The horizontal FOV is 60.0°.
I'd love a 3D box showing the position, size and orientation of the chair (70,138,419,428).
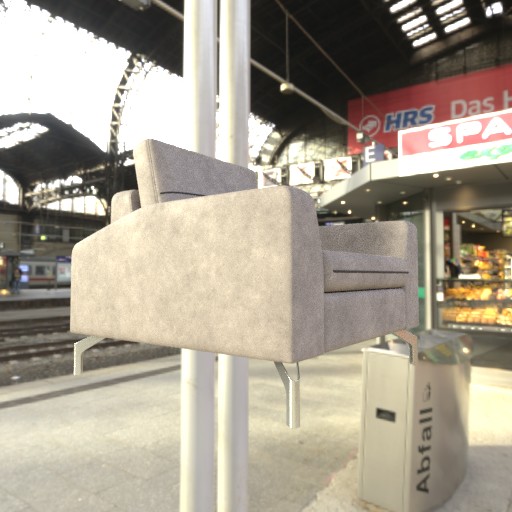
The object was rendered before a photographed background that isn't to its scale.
[{"bbox_3d":[0.000,0.000,1.576,0.900,0.800,0.900,-2,-3,37],"label":"chair"}]
